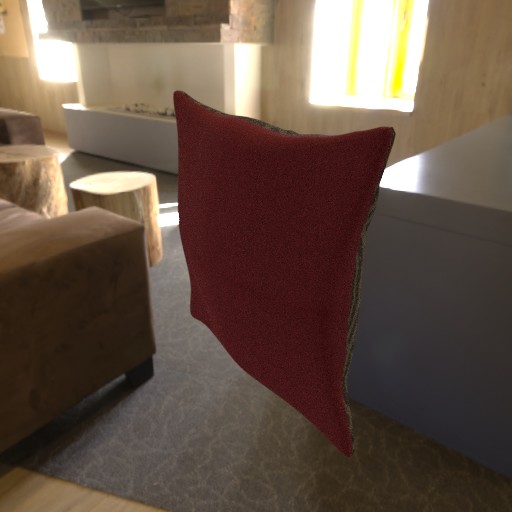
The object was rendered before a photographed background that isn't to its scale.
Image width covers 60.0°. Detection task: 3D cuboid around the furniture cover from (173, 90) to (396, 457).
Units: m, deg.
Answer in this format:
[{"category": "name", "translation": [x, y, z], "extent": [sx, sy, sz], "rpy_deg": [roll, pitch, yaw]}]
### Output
[{"category": "furniture cover", "translation": [0.000, 0.000, 0.780], "extent": [0.163, 0.513, 0.514], "rpy_deg": [-18, 31, -32]}]
